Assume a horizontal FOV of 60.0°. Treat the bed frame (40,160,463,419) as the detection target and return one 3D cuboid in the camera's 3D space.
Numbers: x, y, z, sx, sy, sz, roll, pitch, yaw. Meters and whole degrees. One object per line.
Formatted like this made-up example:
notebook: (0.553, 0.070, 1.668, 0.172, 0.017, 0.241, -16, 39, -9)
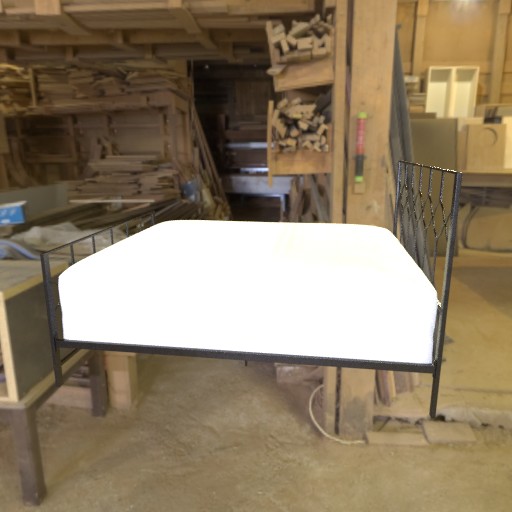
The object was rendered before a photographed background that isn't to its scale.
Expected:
bed frame: (0.000, 0.000, 2.994, 2.063, 1.222, 1.597, 2, 14, 8)
